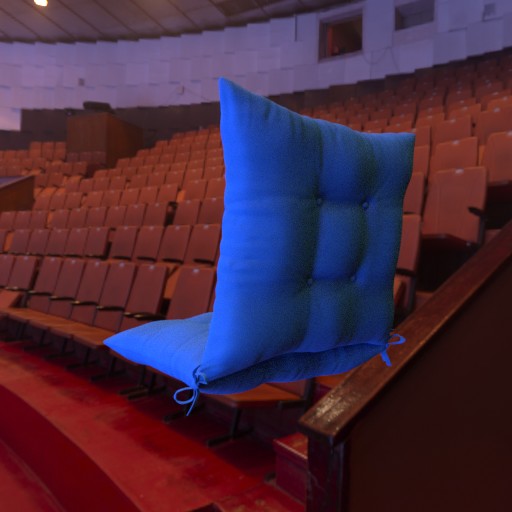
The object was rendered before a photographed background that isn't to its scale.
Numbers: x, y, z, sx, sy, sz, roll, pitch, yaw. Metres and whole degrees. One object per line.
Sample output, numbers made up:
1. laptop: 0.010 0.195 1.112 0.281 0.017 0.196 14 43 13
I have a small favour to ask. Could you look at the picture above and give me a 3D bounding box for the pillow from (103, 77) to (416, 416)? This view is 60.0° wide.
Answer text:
1. pillow: 0.000 0.000 1.007 0.541 0.536 0.585 0 0 -37
